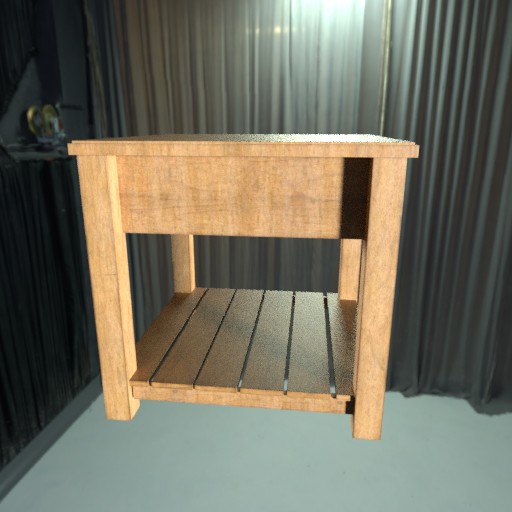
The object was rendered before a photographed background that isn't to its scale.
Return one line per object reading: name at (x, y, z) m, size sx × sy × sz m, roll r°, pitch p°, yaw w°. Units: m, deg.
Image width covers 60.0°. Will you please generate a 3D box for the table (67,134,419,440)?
table at (0.000, 0.000, 1.142) m, size 0.616 × 0.593 × 0.612 m, roll 2°, pitch 17°, yaw 6°
